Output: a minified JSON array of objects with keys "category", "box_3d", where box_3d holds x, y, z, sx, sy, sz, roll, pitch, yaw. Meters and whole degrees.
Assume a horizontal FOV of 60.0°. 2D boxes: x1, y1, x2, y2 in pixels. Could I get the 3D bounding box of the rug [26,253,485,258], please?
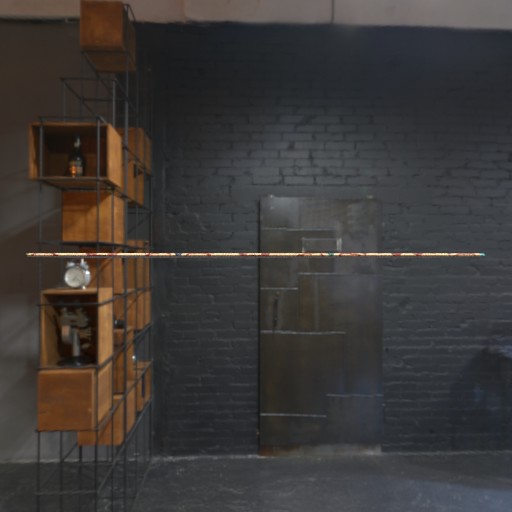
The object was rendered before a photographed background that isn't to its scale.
[{"category":"rug","box_3d":[0.000,0.000,2.510,2.273,0.016,0.693,0,-1,-1]}]
